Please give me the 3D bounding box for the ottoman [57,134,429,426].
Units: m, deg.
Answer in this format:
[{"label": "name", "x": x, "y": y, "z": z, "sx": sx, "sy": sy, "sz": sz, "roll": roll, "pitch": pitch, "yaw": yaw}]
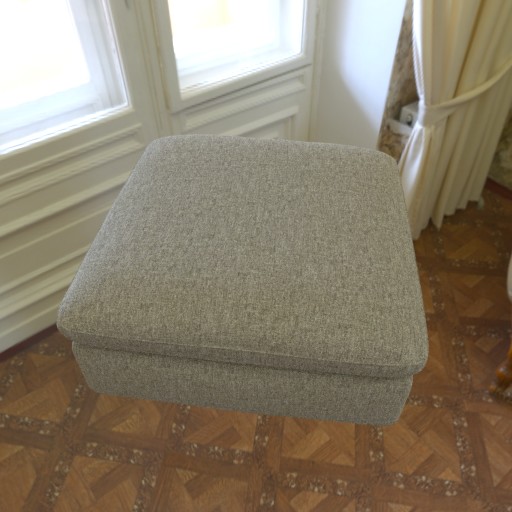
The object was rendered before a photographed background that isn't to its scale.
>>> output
[{"label": "ottoman", "x": 0.000, "y": 0.000, "z": 1.626, "sx": 1.039, "sy": 0.526, "sz": 1.035, "roll": 5, "pitch": 46, "yaw": 5}]
